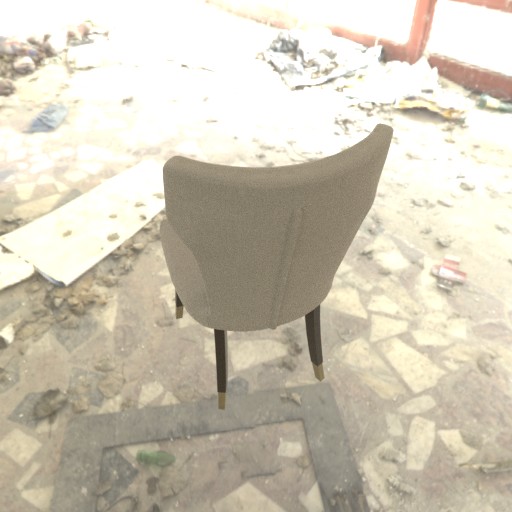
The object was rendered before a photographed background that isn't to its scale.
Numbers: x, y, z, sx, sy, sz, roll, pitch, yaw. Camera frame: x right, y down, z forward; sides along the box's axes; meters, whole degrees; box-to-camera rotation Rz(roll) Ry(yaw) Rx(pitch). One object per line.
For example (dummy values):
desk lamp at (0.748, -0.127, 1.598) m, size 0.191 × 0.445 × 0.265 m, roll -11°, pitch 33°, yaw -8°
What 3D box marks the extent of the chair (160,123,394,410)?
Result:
chair at (0.000, 0.000, 1.358) m, size 0.526 × 0.950 × 0.630 m, roll -12°, pitch 43°, yaw -13°
